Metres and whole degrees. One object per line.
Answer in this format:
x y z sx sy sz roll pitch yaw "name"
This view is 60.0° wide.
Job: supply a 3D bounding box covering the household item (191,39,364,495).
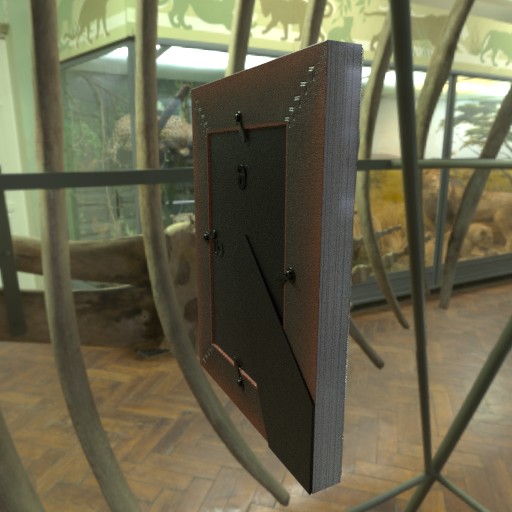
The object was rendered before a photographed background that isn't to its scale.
0.000 0.000 0.279 0.025 0.216 0.165 -7 15 -27 "household item"
